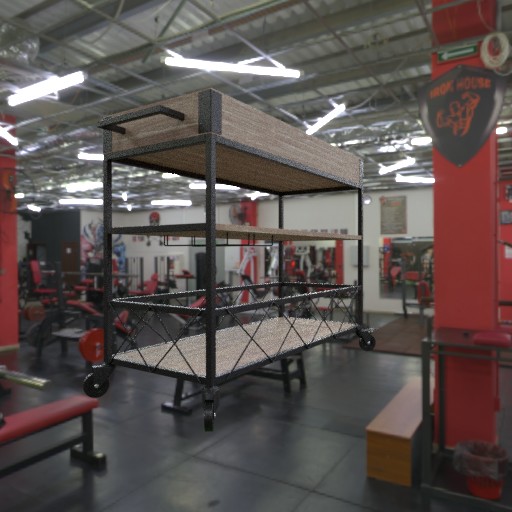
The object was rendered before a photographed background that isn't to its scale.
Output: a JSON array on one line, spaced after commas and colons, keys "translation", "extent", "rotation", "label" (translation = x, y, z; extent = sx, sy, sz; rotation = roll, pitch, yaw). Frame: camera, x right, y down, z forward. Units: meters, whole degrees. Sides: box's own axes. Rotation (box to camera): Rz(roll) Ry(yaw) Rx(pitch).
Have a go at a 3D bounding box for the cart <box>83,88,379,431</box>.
[{"translation": [0.000, 0.000, 1.530], "extent": [0.500, 0.787, 1.101], "rotation": [0, 1, 34], "label": "cart"}]
